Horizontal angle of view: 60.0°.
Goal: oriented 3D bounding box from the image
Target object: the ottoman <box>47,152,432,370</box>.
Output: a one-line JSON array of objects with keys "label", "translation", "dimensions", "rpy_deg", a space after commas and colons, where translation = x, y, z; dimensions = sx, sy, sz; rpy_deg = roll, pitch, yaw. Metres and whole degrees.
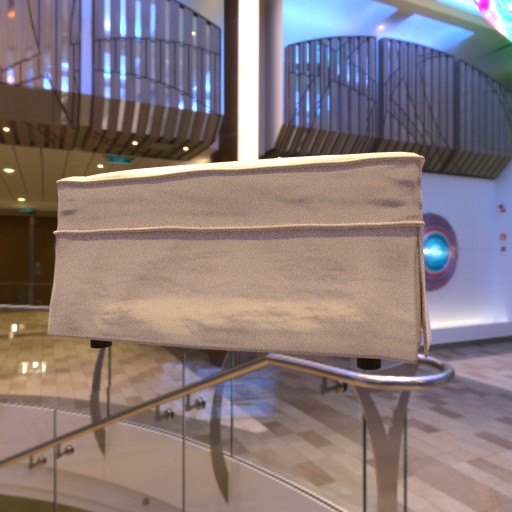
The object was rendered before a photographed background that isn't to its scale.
[{"label": "ottoman", "translation": [0.000, 0.000, 1.302], "dimensions": [0.944, 0.479, 0.703], "rpy_deg": [0, 0, 19]}]
